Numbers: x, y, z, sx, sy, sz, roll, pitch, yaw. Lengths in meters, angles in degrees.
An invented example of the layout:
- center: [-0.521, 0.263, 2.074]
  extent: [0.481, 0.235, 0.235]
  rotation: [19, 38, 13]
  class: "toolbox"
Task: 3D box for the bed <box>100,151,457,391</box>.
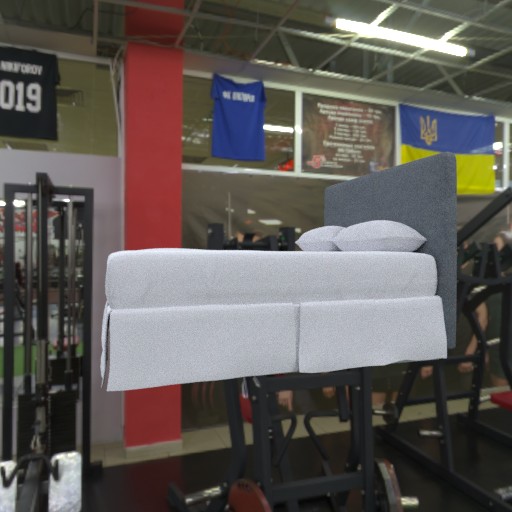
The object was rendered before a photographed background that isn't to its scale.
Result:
- center: [0.000, 0.000, 3.234]
  extent: [2.142, 1.330, 1.713]
  rotation: [0, 1, -18]
  class: "bed"
